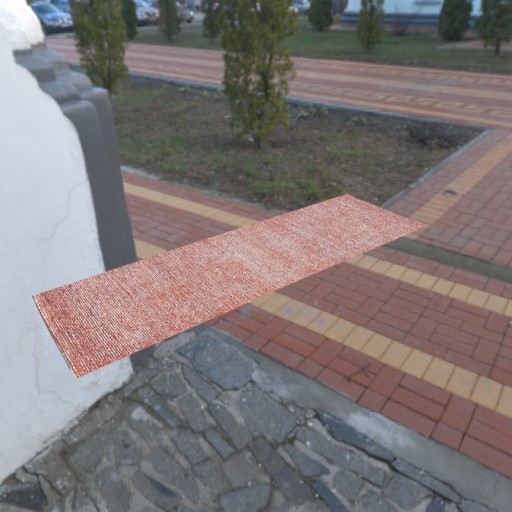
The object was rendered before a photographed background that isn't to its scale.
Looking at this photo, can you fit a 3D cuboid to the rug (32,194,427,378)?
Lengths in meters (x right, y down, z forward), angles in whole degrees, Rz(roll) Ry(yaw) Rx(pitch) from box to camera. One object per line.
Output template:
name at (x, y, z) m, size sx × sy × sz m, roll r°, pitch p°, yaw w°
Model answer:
rug at (0.000, 0.000, 2.637) m, size 2.353 × 0.013 × 0.718 m, roll -20°, pitch 36°, yaw -31°
